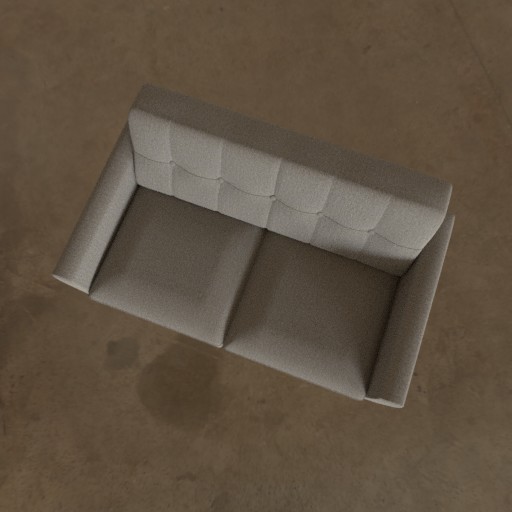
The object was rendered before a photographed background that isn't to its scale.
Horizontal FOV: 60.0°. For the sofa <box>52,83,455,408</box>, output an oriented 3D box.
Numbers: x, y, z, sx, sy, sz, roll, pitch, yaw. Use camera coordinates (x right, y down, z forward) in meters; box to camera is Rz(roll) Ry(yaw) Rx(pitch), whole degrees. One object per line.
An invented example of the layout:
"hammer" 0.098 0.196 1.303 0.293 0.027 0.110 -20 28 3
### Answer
"sofa" 0.000 0.000 2.183 1.651 0.925 0.952 20 76 5
